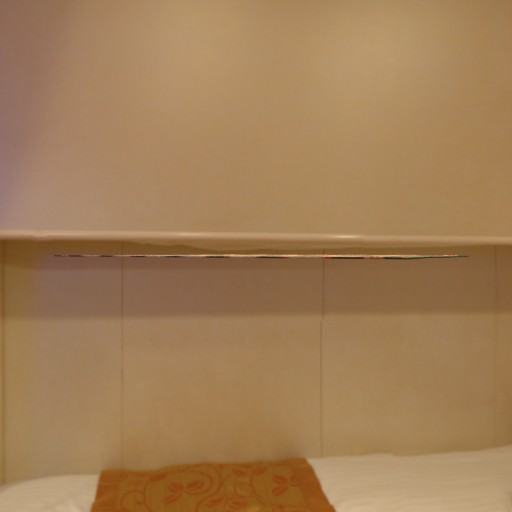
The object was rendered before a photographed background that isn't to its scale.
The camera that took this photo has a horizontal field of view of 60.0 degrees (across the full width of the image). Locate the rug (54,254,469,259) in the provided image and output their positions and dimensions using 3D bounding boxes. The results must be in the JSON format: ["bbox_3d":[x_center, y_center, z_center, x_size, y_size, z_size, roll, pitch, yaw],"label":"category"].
[{"bbox_3d":[0.000,0.000,3.063,2.447,0.011,1.520,0,1,35],"label":"rug"}]
